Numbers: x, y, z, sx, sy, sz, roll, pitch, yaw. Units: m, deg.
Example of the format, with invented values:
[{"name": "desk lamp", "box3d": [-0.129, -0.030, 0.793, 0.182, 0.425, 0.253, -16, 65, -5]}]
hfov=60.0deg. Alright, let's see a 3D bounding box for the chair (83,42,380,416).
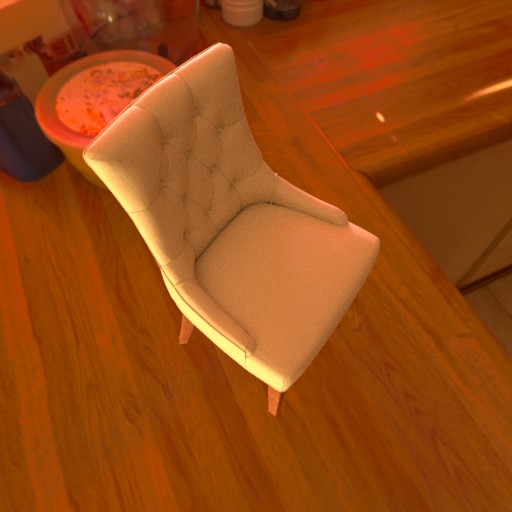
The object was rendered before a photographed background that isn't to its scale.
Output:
[{"name": "chair", "box3d": [0.000, 0.000, 1.223, 0.565, 0.874, 0.509, 31, 63, 18]}]
